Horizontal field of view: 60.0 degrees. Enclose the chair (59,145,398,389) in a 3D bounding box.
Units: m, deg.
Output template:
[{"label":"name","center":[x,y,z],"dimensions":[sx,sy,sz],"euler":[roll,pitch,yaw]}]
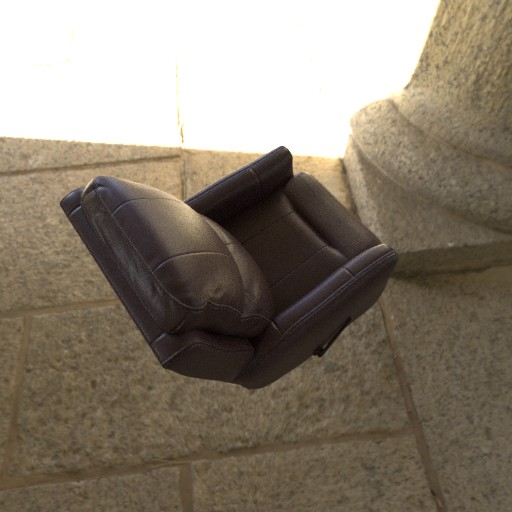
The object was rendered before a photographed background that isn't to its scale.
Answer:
[{"label":"chair","center":[0.000,0.000,1.801],"dimensions":[1.080,1.030,0.829],"euler":[-32,64,-18]}]
